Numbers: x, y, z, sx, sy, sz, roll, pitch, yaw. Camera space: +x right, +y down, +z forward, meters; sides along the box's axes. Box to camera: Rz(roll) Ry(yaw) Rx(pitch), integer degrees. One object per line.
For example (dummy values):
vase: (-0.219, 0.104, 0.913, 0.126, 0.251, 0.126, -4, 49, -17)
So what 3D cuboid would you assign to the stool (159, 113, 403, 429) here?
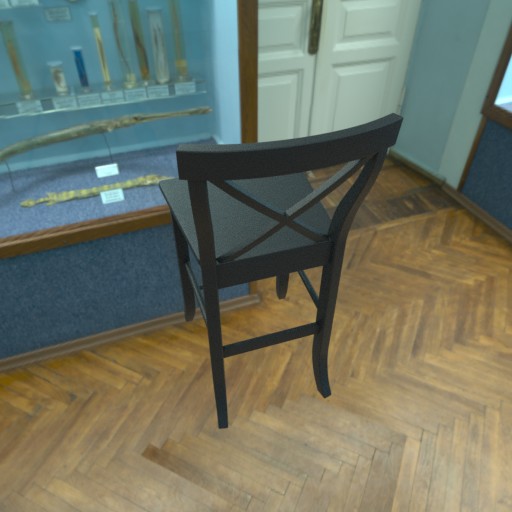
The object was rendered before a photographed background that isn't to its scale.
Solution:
stool: (0.000, 0.000, 1.299, 0.452, 0.989, 0.559, -12, 42, -14)
